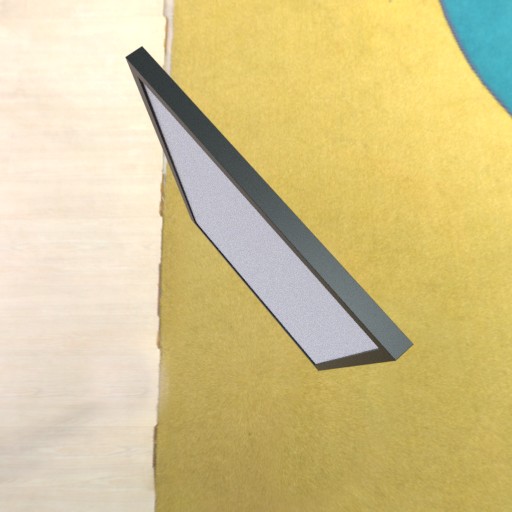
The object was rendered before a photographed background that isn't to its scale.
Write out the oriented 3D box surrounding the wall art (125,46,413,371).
[{"bbox_3d":[0.000,0.000,0.534,0.018,0.397,0.325,-39,78,-10],"label":"wall art"}]
